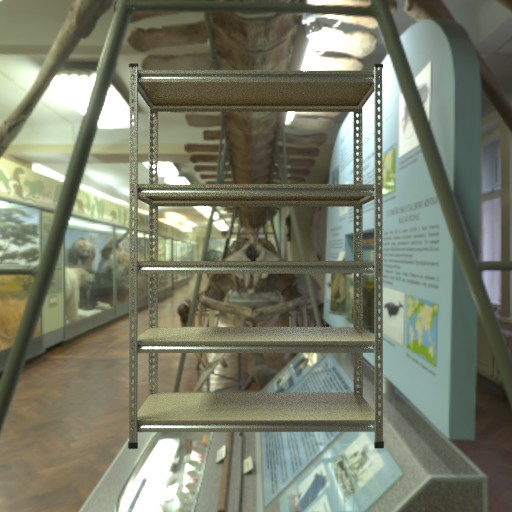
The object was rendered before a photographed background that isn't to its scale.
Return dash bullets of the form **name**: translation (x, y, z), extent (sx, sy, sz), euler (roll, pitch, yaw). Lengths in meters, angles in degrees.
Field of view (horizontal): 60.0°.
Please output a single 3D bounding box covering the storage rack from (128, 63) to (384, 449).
- **storage rack**: translation (0.000, 0.000, 2.333), extent (1.219, 1.829, 0.457), euler (0, 0, 0)
